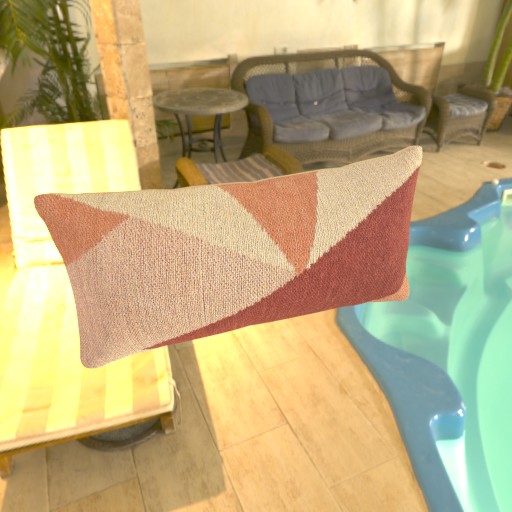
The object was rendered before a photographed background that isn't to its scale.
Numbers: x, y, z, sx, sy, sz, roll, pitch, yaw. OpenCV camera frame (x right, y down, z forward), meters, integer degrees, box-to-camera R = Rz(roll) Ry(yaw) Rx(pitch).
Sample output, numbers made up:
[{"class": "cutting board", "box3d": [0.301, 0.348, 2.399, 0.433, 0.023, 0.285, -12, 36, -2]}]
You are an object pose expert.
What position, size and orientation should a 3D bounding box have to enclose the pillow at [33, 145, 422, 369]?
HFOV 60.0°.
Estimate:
[{"class": "pillow", "box3d": [0.000, 0.000, 0.721, 0.609, 0.292, 0.155, -10, 33, -16]}]
